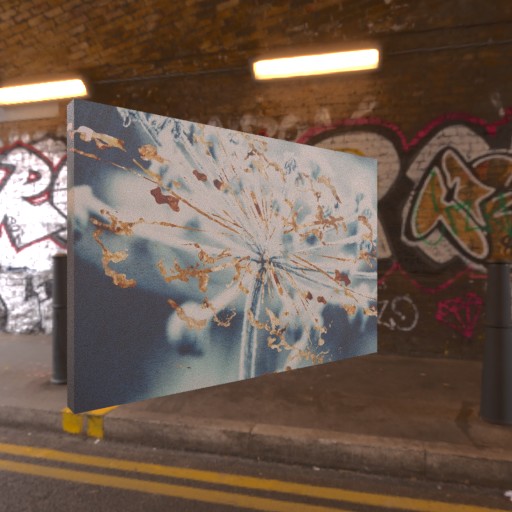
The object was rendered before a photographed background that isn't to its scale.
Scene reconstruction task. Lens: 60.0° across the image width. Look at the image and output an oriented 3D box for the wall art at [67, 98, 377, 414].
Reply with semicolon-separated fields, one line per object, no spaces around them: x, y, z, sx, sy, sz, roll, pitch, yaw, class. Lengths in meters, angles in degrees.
0.000;0.000;0.764;0.607;0.405;0.036;0;0;-37;wall art
